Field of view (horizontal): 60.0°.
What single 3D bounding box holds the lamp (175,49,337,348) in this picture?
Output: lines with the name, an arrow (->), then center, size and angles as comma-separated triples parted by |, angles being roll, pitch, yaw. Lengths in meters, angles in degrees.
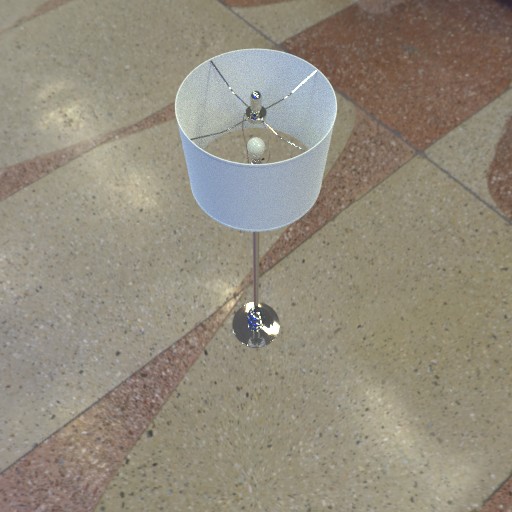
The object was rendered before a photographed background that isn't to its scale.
lamp -> 0.000, 0.000, 1.609 | 0.356, 1.487, 0.356 | -34, 67, -17
